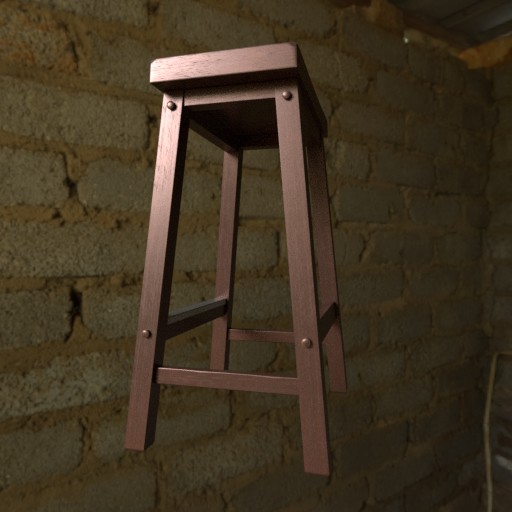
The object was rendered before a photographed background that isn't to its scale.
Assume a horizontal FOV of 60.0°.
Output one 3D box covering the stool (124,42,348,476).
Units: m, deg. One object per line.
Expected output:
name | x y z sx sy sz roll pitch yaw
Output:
stool | 0.000 0.000 0.850 0.322 0.610 0.406 0 1 15
